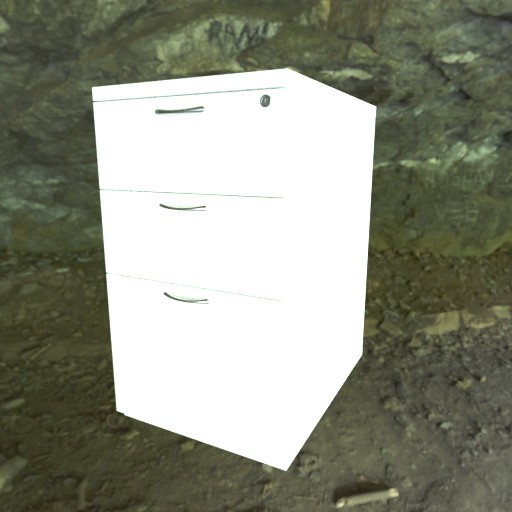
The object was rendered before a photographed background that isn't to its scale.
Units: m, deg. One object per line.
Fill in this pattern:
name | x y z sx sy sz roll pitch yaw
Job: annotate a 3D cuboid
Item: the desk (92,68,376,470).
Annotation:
desk | 0.000 0.000 1.080 0.404 0.730 0.600 6 14 27
